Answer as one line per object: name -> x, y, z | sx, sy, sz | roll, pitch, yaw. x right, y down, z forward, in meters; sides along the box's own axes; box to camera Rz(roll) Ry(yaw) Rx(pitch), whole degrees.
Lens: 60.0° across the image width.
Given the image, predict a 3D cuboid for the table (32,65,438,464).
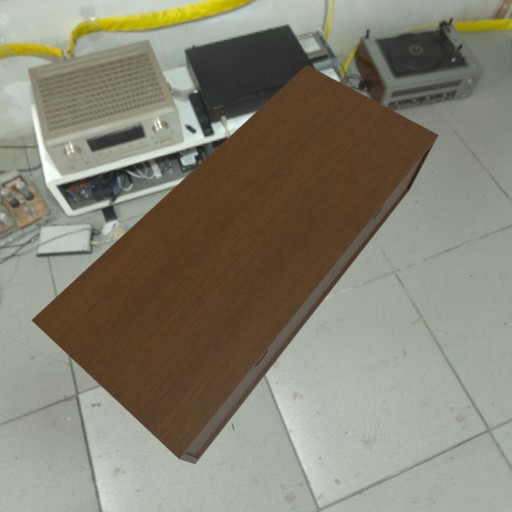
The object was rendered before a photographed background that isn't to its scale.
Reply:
table -> 0.000, 0.000, 1.390 | 0.490, 0.464, 1.119 | 35, 68, 17
